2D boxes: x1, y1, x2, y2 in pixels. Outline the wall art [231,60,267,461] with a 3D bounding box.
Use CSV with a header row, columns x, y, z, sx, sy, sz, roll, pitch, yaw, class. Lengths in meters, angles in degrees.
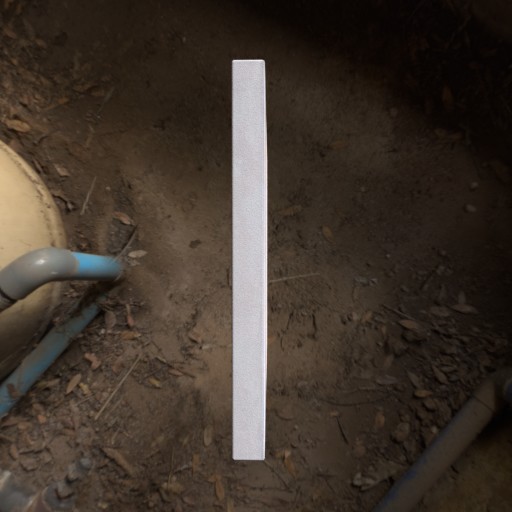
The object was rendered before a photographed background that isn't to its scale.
x,y,z,sx,sy,sz,roll,pitch,yaw,class
0.000,0.000,0.806,0.038,0.609,0.456,0,91,2,wall art
